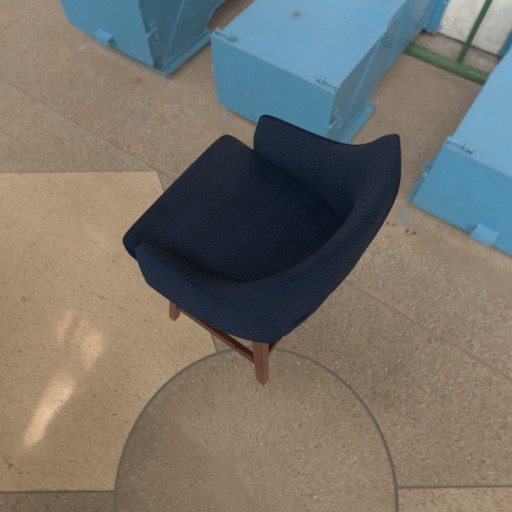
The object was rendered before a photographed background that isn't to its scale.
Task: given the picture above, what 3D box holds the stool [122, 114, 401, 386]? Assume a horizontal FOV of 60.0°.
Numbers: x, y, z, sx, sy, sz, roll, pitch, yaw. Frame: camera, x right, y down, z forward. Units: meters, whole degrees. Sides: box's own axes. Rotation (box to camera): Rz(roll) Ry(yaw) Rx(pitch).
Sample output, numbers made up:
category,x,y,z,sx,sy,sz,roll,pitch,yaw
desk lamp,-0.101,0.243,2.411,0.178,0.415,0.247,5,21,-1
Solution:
category,x,y,z,sx,sy,sz,roll,pitch,yaw
stool,0.000,0.000,1.288,0.560,0.940,0.550,32,67,15
